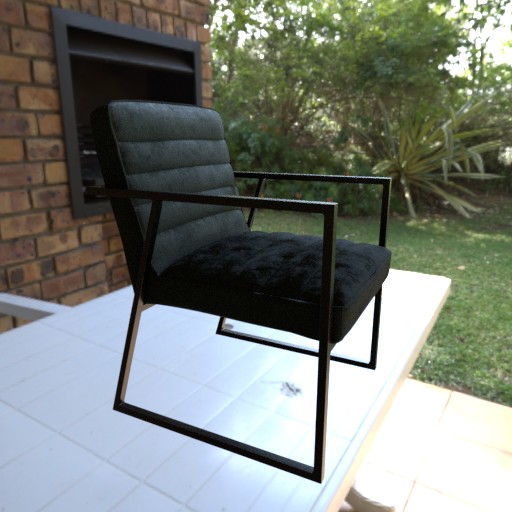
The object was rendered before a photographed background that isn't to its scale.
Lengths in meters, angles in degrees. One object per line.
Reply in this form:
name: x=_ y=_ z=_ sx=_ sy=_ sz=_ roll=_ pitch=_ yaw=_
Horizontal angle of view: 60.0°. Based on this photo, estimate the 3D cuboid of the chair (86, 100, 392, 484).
chair: x=0.000 y=0.000 z=1.247 sx=0.677 sy=0.833 sz=0.571 roll=8 pitch=17 yaw=26
